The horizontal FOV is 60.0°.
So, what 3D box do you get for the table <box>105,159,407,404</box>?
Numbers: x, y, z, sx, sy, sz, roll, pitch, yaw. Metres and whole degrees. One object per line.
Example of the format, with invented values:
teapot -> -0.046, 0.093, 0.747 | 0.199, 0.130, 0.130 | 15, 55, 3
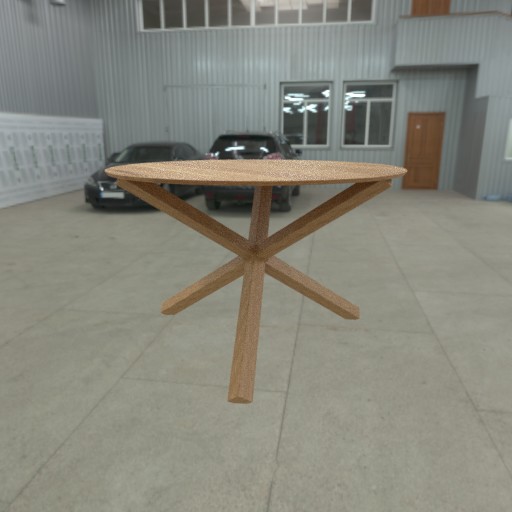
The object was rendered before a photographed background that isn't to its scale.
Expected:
table -> 0.000, 0.000, 1.686 | 1.038, 0.666, 1.038 | 0, 15, 0
